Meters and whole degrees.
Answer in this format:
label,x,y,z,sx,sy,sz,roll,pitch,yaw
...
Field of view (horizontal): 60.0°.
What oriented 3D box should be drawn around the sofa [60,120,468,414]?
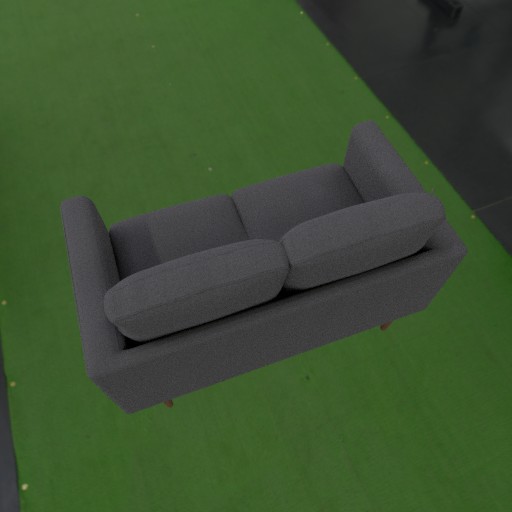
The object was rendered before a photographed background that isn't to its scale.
label,x,y,z,sx,sy,sz,roll,pitch,yaw
sofa,0.000,0.000,1.926,1.430,0.908,0.796,-17,60,-10
